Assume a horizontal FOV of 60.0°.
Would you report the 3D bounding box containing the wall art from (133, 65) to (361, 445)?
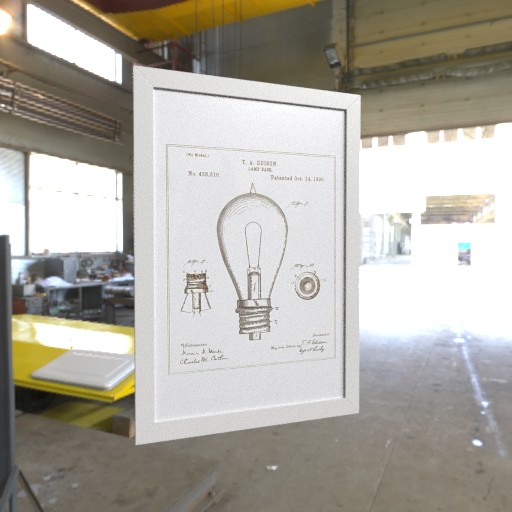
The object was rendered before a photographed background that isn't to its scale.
[{"bbox_3d":[0.000,0.000,0.612,0.325,0.474,0.010,0,1,-19],"label":"wall art"}]
